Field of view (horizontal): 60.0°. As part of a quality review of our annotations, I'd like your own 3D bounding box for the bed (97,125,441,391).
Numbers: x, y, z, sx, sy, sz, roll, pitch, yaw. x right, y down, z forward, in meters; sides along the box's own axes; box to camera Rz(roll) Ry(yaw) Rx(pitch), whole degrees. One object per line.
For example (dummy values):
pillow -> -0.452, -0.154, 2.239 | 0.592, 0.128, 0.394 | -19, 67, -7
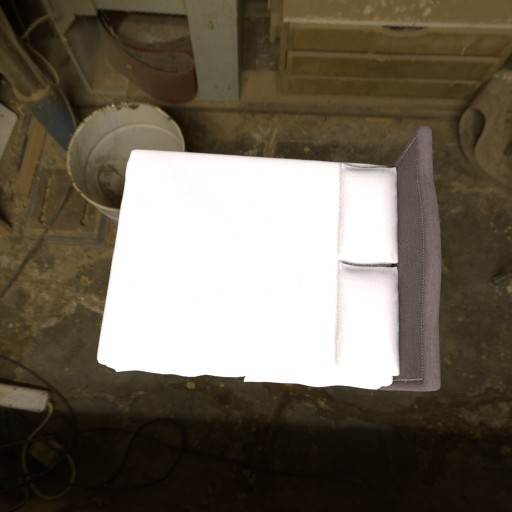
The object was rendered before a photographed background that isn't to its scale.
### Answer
bed -> 0.000, 0.000, 3.924 | 2.689, 1.457, 2.161 | 4, 75, 1
